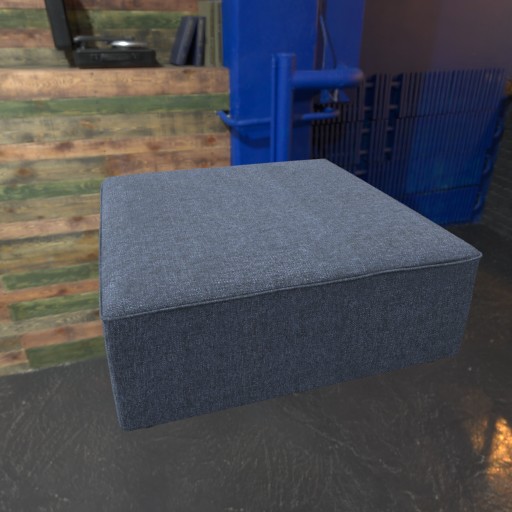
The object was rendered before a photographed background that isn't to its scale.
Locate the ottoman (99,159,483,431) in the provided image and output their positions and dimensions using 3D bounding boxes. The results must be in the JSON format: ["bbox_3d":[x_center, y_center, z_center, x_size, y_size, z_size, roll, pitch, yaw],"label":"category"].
[{"bbox_3d":[0.000,0.000,1.565,1.017,0.423,1.023,-8,28,-15],"label":"ottoman"}]
